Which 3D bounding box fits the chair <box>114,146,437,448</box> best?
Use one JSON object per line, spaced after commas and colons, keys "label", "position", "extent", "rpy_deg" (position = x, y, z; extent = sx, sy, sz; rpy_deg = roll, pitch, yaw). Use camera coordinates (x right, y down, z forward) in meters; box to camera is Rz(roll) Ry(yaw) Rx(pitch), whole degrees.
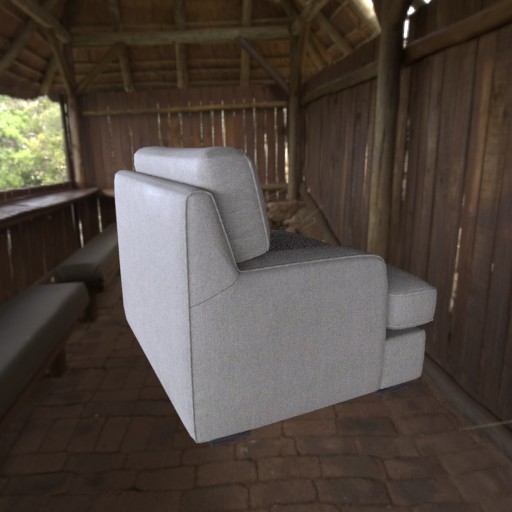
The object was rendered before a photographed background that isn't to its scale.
{"label": "chair", "position": [0.000, 0.000, 2.027], "extent": [1.043, 0.974, 1.270], "rpy_deg": [-7, 15, -25]}
